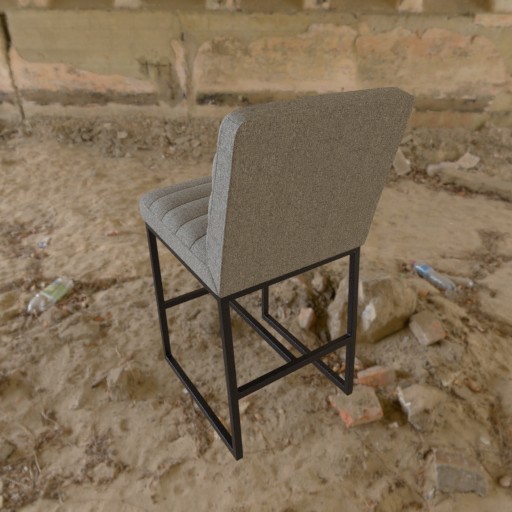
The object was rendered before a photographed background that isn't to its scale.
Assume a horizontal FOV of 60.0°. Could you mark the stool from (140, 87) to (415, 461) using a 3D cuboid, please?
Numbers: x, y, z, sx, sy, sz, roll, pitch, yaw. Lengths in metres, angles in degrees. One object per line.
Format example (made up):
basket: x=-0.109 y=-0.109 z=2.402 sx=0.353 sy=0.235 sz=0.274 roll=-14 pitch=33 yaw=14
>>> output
stool: x=0.000 y=0.000 z=1.254 sx=0.460 sy=0.940 sz=0.560 roll=-19 pitch=35 yaw=-29
